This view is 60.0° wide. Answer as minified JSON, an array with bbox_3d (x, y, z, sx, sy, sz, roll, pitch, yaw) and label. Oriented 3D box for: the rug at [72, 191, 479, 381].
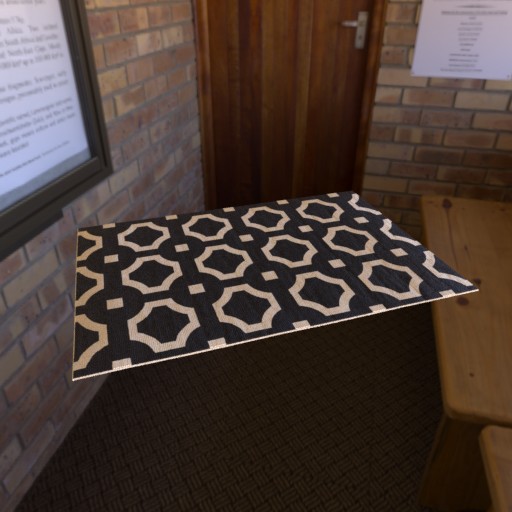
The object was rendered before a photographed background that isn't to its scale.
[{"bbox_3d":[0.000,0.000,2.968,2.286,0.016,1.555,-10,33,-15],"label":"rug"}]
